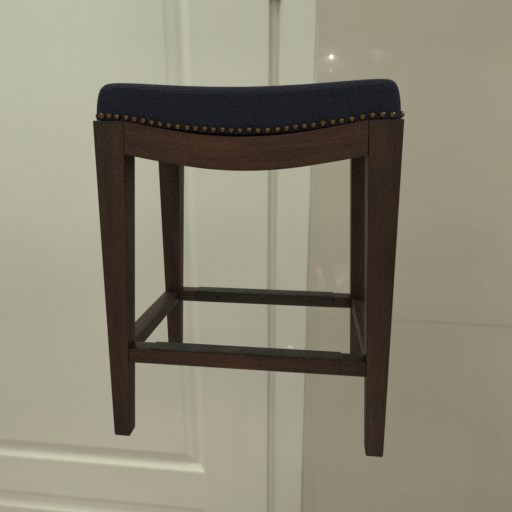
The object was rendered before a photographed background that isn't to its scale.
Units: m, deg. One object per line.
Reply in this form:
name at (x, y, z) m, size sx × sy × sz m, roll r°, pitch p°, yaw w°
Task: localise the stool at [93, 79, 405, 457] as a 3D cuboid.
stool at (0.000, 0.000, 0.911) m, size 0.500 × 0.642 × 0.361 m, roll 2°, pitch 15°, yaw 7°
